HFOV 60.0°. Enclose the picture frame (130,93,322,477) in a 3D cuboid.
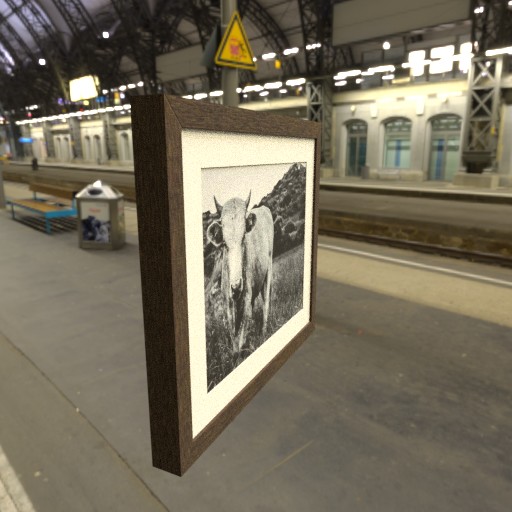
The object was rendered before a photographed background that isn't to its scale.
[{"bbox_3d":[0.000,0.000,0.538,0.033,0.330,0.378,6,15,25],"label":"picture frame"}]
